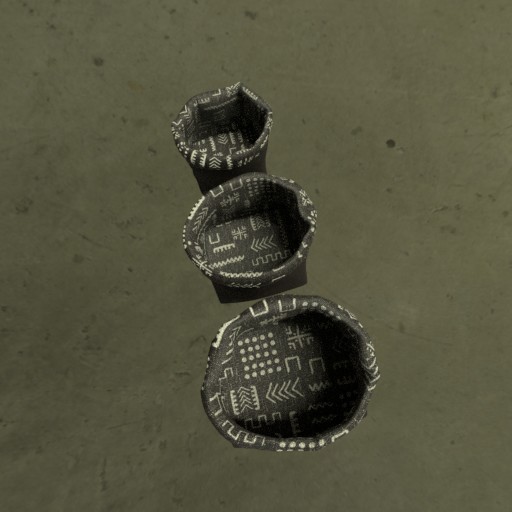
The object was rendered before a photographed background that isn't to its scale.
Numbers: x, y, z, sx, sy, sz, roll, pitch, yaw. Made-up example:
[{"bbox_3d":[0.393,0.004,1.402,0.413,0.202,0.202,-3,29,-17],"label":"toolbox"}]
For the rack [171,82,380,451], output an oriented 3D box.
[{"bbox_3d":[0.000,0.000,1.084,0.379,0.323,0.905,-14,76,-4],"label":"rack"}]
